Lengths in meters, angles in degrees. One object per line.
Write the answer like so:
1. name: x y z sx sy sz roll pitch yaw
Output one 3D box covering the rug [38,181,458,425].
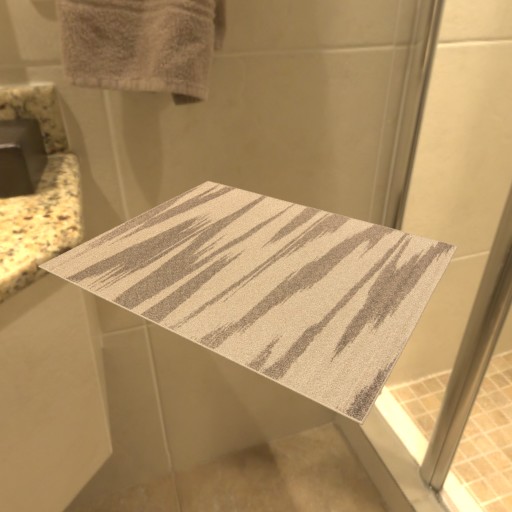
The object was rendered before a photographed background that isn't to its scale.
1. rug: 0.000 0.000 3.956 2.945 0.014 2.353 19 36 28
